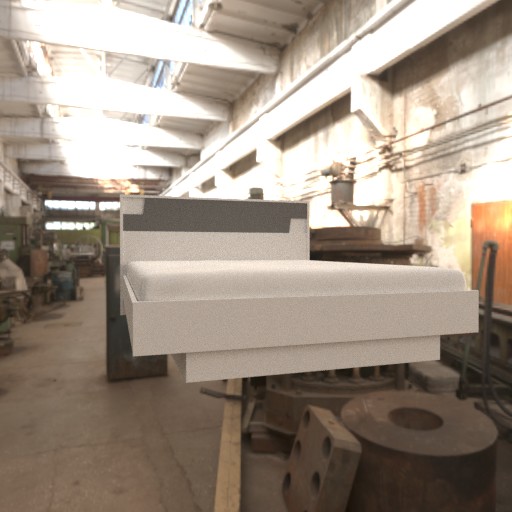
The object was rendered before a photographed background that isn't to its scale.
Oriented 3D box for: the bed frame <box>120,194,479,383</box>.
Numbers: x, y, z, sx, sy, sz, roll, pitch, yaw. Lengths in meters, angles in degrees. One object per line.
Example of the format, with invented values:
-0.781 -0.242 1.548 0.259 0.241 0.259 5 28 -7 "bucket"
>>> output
0.000 0.000 2.956 1.711 1.001 2.100 0 1 -18 "bed frame"
